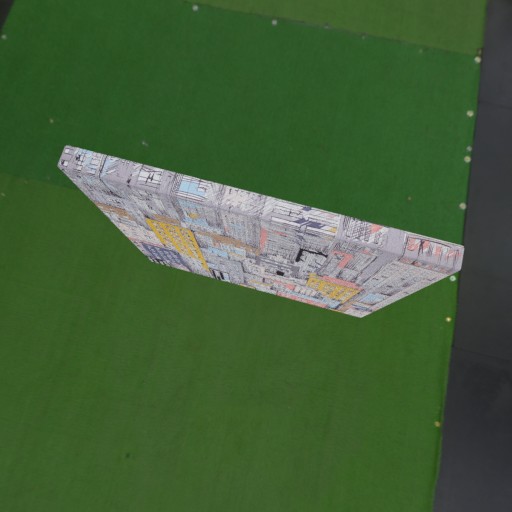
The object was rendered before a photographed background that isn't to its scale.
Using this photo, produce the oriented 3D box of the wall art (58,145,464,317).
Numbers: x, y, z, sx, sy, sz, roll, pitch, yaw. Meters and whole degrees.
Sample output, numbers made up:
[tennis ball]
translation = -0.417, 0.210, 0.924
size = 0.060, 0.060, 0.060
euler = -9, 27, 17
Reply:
[wall art]
translation = 0.000, 0.000, 1.176
size = 0.761, 0.762, 0.048
euler = 15, 76, 4
